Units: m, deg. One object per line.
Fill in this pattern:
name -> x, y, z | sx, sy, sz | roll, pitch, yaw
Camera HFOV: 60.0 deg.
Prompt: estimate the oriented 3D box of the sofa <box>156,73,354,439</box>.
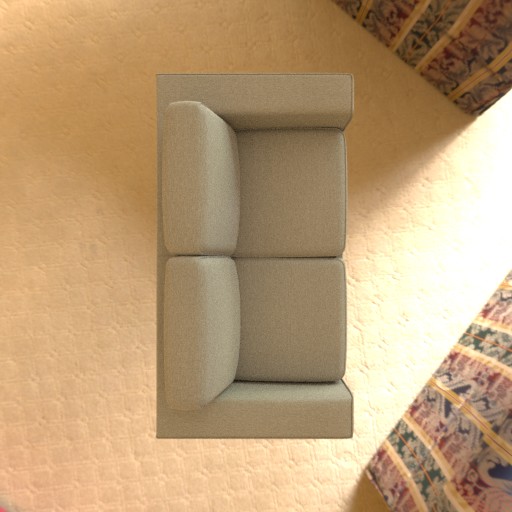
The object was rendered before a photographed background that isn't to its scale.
sofa -> 0.000, 0.000, 2.400 | 1.007, 0.924, 1.812 | 0, 90, 0
